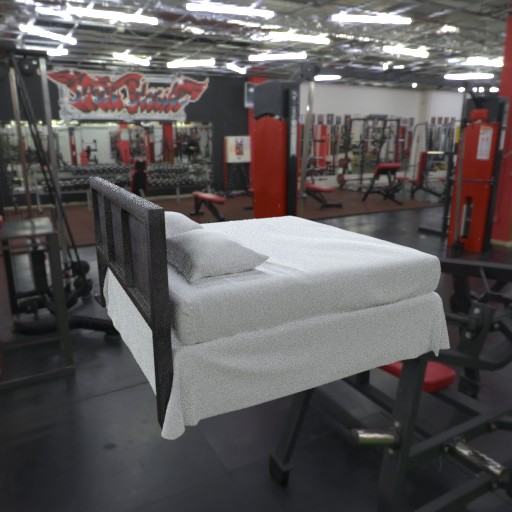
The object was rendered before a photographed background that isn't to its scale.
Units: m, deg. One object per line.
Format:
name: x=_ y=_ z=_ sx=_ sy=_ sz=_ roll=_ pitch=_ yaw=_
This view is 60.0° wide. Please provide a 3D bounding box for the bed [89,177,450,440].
bed: x=0.000 y=0.000 z=3.485 sx=2.165 sy=1.158 sz=2.255 roll=-7 pitch=16 yaw=-26
